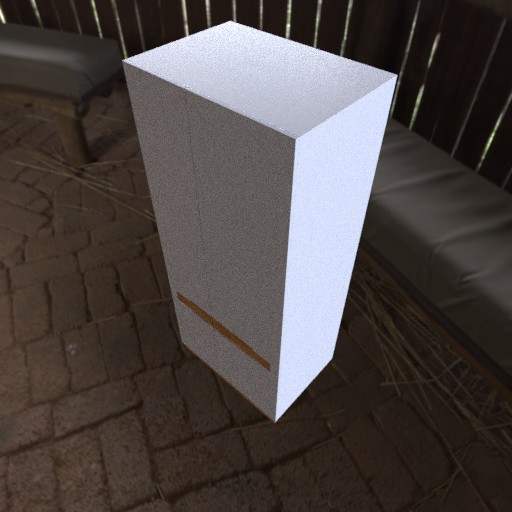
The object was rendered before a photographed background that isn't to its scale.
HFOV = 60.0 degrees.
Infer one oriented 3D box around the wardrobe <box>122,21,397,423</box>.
[{"bbox_3d":[0.000,0.000,2.406,0.860,2.040,0.600,33,54,28],"label":"wardrobe"}]
